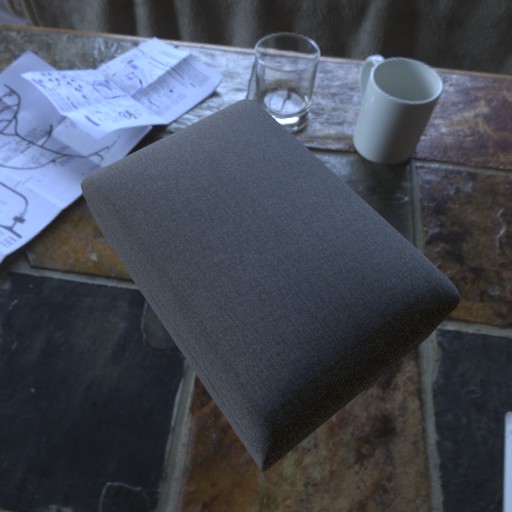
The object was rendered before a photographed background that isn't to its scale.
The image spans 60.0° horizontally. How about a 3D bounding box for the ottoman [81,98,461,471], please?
[{"bbox_3d":[0.000,0.000,1.452,0.711,0.483,1.041,-32,64,-18],"label":"ottoman"}]
